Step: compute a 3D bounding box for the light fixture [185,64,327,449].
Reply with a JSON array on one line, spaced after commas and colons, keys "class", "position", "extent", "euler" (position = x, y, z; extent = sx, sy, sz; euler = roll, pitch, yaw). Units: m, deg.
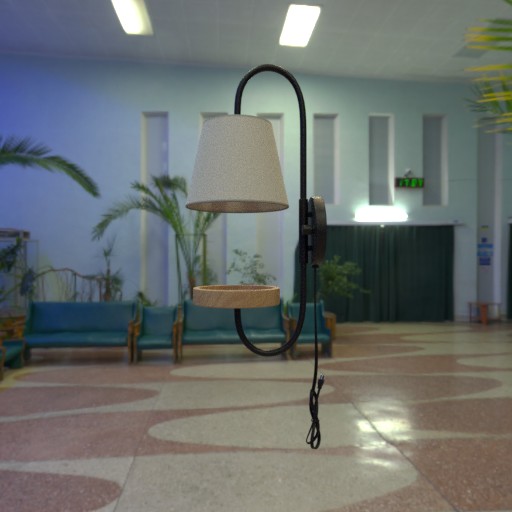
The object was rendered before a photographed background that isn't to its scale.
[{"class": "light fixture", "position": [0.000, 0.000, 0.947], "extent": [0.299, 0.821, 0.220], "euler": [0, 0, -2]}]
